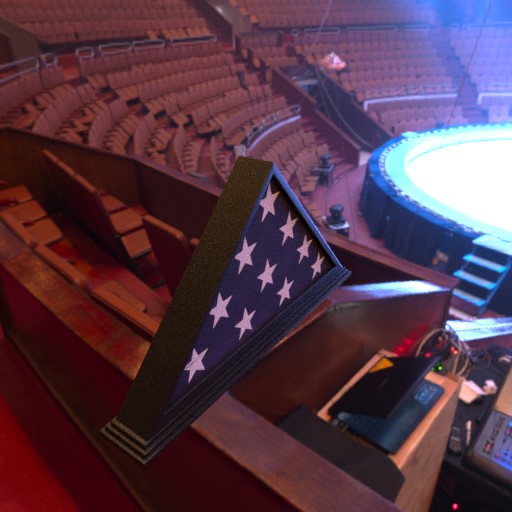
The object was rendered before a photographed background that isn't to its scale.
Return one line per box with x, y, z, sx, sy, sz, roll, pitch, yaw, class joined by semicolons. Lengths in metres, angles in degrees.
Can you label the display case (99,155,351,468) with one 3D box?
0.000;0.000;0.766;0.095;0.340;0.640;19;33;31;display case
